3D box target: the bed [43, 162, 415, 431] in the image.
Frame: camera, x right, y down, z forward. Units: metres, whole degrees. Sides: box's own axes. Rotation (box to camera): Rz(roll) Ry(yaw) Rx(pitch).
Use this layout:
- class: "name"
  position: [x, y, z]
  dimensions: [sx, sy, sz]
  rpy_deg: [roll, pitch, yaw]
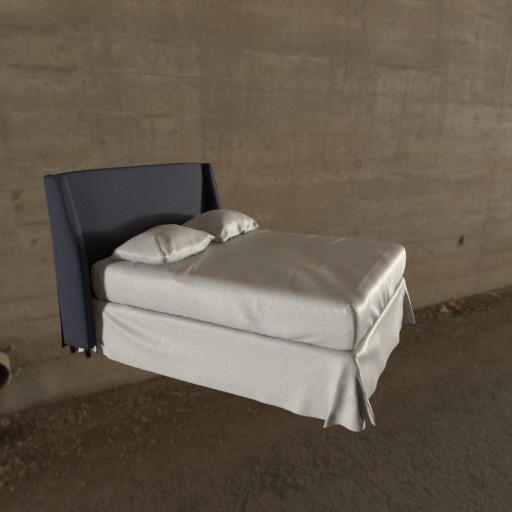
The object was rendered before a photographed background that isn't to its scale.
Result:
- class: "bed"
  position: [0.000, 0.000, 3.454]
  dimensions: [2.276, 1.332, 1.925]
  rpy_deg: [7, 16, 26]
